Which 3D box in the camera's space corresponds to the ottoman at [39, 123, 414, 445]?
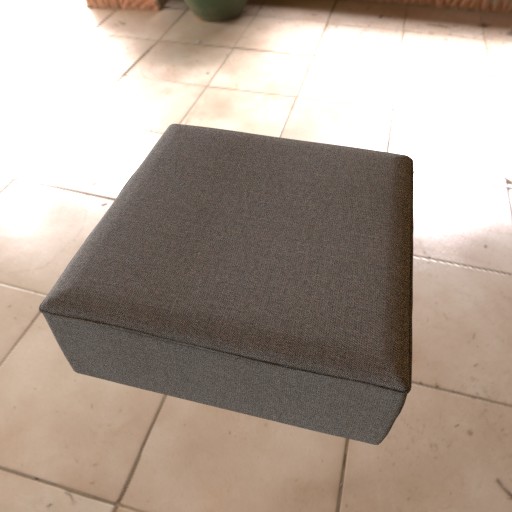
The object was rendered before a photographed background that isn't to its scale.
[{"bbox_3d":[0.000,0.000,1.580,1.023,0.423,1.017,11,48,10],"label":"ottoman"}]
